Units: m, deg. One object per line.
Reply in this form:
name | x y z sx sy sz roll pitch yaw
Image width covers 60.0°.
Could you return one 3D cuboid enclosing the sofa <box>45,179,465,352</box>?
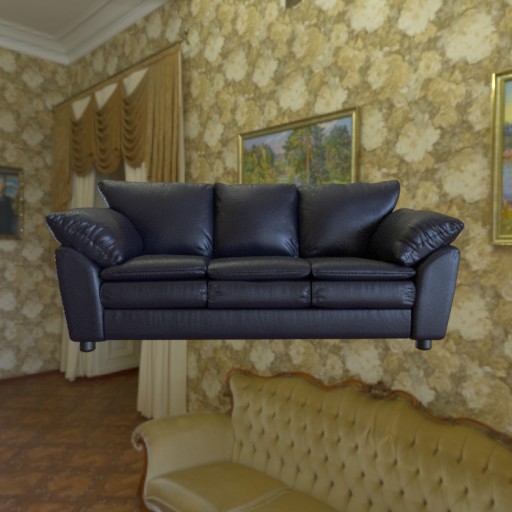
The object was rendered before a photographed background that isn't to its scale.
sofa | 0.000 0.000 2.850 2.336 1.073 0.880 0 1 -1
